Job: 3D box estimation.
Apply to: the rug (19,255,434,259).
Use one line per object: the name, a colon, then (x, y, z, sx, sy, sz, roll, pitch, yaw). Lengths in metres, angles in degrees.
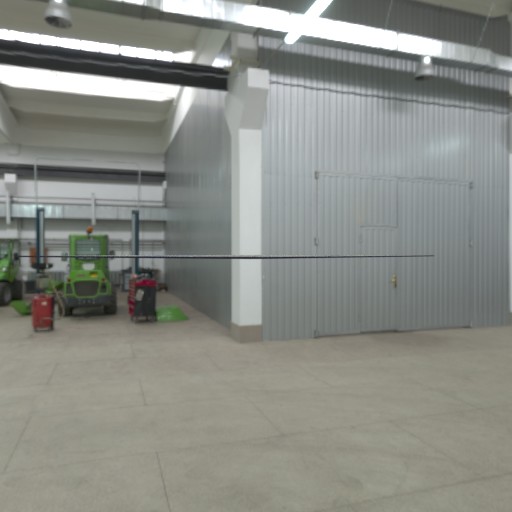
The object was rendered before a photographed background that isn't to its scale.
rug: (0.000, 0.000, 2.849, 1.630, 0.009, 2.232, 0, 0, 37)
